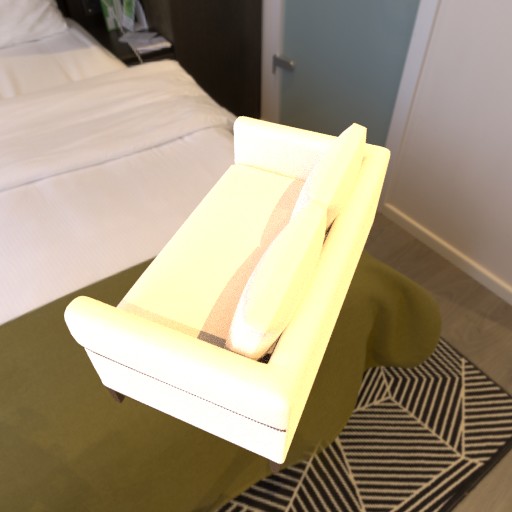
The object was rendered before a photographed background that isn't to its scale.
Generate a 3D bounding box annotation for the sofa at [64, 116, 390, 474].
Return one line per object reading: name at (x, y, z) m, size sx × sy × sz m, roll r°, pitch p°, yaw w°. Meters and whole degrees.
sofa at (0.000, 0.000, 2.172) m, size 0.905 × 0.873 × 1.598 m, roll 17°, pitch 49°, yaw 16°
